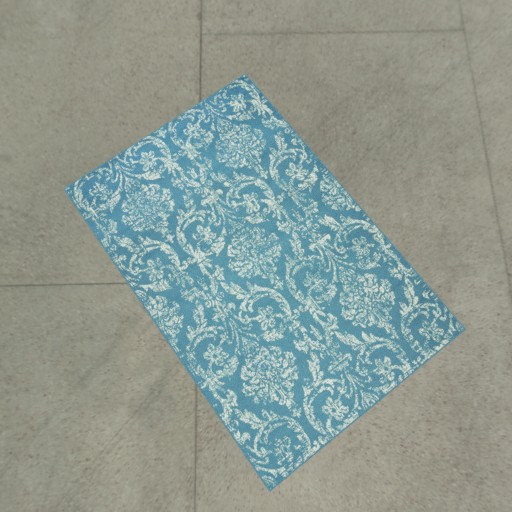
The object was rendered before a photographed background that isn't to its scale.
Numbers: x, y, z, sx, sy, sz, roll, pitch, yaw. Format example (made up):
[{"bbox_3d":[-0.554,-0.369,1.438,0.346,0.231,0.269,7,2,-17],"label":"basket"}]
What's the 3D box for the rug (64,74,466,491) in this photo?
[{"bbox_3d":[0.000,0.000,3.412,1.816,0.018,2.746,-36,78,-9],"label":"rug"}]
